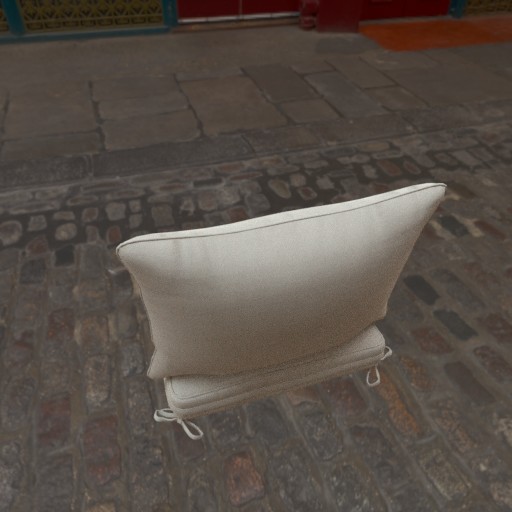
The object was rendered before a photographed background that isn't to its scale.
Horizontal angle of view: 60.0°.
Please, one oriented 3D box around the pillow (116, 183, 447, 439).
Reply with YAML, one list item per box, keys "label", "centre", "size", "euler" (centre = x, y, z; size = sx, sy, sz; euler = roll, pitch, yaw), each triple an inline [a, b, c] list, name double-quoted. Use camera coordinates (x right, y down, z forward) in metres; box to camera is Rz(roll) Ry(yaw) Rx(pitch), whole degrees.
- label: "pillow"
  centre: [0.000, 0.000, 1.383]
  size: [0.798, 0.716, 0.733]
  euler: [-12, 42, -14]
